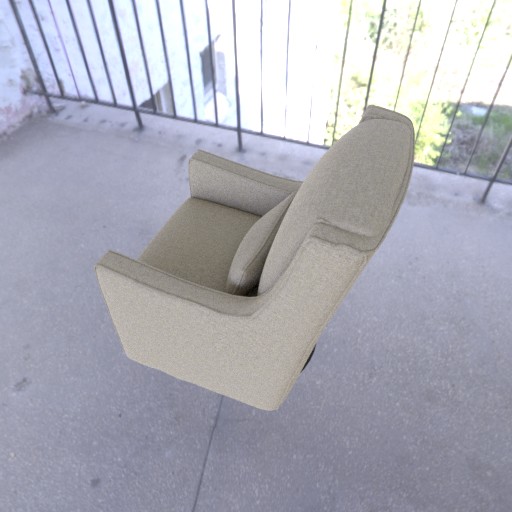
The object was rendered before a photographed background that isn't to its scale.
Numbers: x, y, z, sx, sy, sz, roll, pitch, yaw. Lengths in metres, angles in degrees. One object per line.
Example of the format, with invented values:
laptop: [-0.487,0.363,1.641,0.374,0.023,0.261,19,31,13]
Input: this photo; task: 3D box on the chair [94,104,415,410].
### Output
chair: [0.000,0.000,1.612,0.879,0.993,0.732,16,48,15]
